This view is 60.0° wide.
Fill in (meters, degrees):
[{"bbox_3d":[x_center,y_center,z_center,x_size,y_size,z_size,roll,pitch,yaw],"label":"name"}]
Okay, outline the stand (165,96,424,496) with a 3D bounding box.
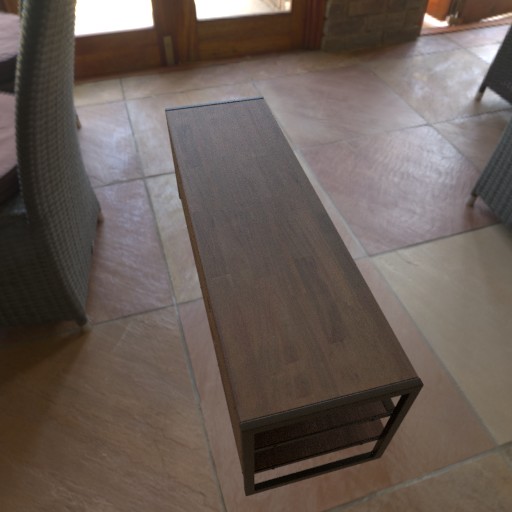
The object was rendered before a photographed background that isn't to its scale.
[{"bbox_3d":[0.000,0.000,1.700,0.454,0.506,1.480,-11,48,-10],"label":"stand"}]
